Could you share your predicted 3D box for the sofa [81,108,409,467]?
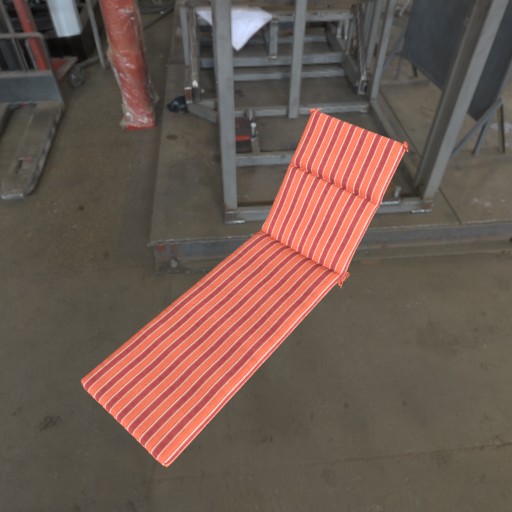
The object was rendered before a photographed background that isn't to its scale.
[{"bbox_3d":[0.000,0.000,1.970,0.582,0.622,1.663,31,54,26],"label":"sofa"}]
